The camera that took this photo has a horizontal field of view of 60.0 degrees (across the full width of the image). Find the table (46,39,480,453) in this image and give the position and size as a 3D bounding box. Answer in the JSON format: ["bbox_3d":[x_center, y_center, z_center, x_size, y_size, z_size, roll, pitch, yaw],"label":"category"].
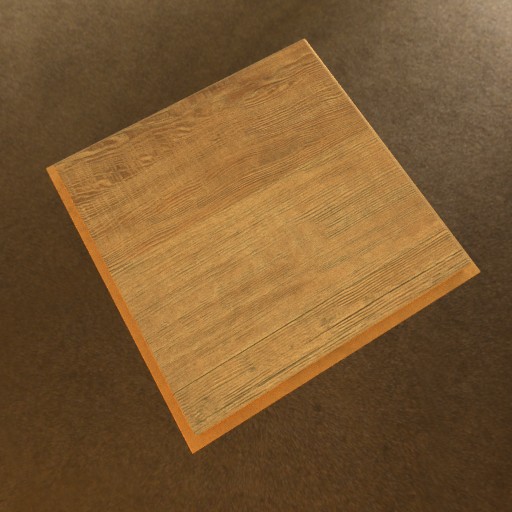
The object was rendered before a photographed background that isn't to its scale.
[{"bbox_3d":[0.000,0.000,1.090,0.599,0.584,0.599,-30,76,-8],"label":"table"}]
